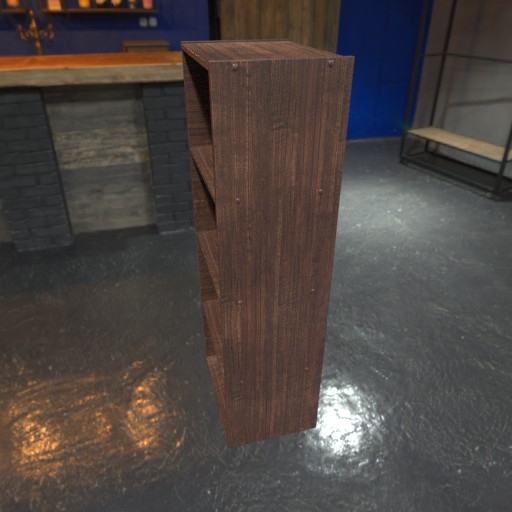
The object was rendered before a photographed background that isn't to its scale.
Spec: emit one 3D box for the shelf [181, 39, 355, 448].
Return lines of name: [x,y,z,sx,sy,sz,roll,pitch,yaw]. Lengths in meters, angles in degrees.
shelf: [0.000,0.000,1.288,0.290,1.099,0.415,-8,32,-13]
